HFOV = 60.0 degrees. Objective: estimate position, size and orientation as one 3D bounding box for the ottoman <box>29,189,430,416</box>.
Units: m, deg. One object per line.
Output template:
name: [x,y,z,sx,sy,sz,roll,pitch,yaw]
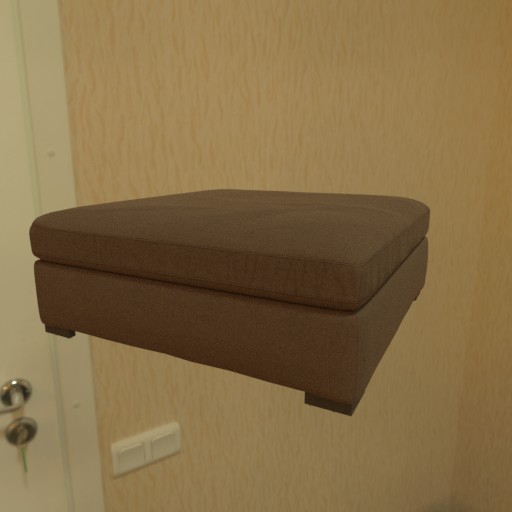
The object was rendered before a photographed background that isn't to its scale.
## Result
ottoman: [0.000,0.000,1.777,1.181,0.470,1.181,7,15,27]
